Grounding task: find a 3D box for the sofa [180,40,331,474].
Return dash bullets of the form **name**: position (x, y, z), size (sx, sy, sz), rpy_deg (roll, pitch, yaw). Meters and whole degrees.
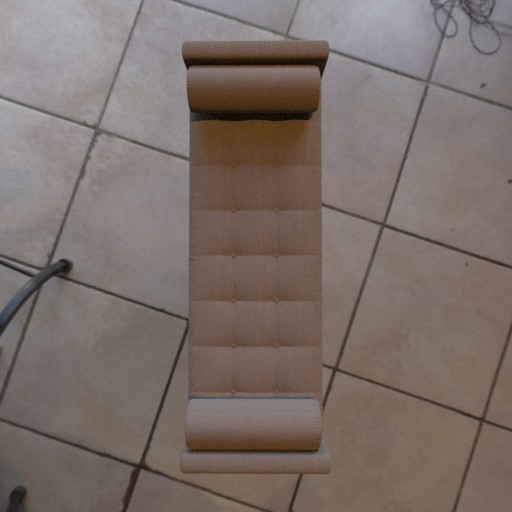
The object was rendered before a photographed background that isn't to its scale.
- **sofa**: position (0.000, 0.000, 2.315), size (0.686, 0.635, 1.981), rpy_deg (0, 88, 1)
